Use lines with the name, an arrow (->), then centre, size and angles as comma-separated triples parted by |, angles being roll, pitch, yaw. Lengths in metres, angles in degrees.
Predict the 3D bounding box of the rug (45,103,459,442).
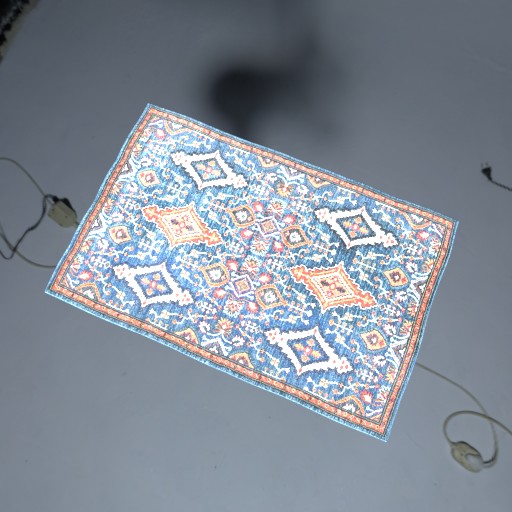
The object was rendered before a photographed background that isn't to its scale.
rug -> 0.000, 0.000, 2.300 | 1.847, 0.014, 1.195 | 22, 77, 6
